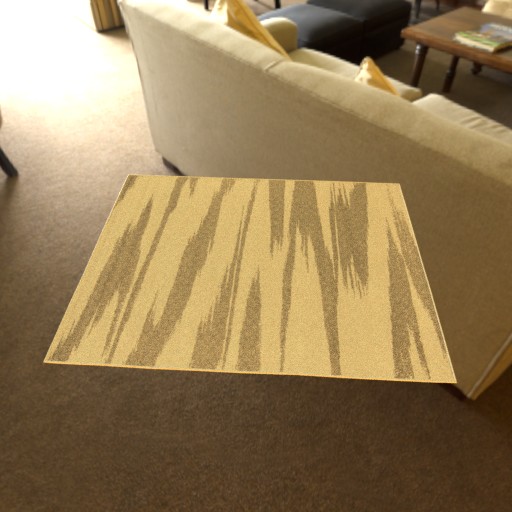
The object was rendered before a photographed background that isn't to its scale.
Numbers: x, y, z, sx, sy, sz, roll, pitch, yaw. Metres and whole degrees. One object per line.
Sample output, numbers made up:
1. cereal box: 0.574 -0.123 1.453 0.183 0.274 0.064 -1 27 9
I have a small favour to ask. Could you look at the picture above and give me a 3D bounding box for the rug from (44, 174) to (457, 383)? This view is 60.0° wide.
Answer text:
1. rug: 0.000 0.000 3.966 2.945 0.014 2.353 2 45 2
